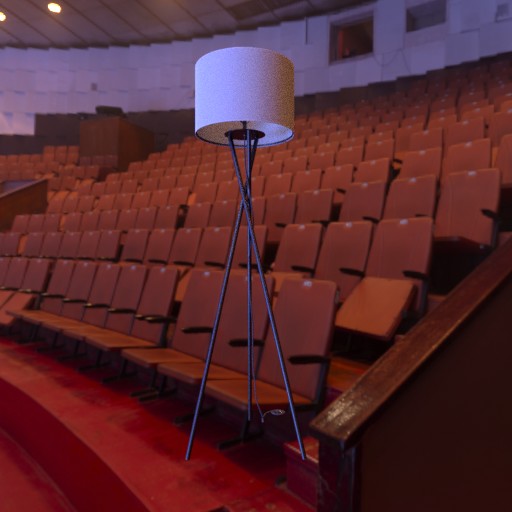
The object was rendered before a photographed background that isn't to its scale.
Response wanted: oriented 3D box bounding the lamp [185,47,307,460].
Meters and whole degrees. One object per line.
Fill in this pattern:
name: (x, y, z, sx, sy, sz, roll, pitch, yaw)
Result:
lamp: (0.000, 0.000, 1.937, 0.667, 1.624, 0.522, 0, 0, -35)
